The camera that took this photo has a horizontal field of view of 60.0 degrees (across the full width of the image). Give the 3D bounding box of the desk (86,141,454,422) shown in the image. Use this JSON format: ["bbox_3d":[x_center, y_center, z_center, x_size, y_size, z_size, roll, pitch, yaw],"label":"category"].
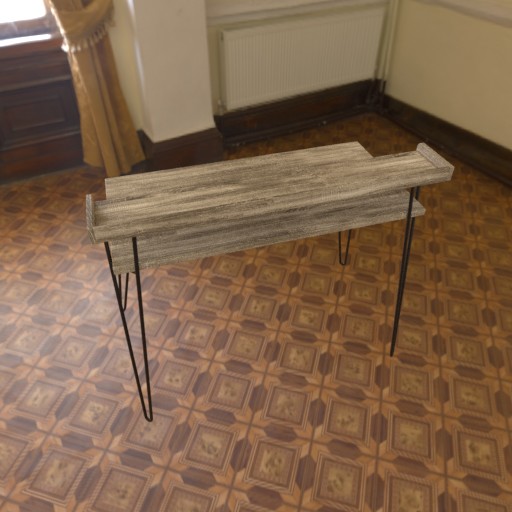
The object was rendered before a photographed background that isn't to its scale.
[{"bbox_3d":[0.000,0.000,1.671,1.135,0.899,0.605,-11,43,-13],"label":"desk"}]
